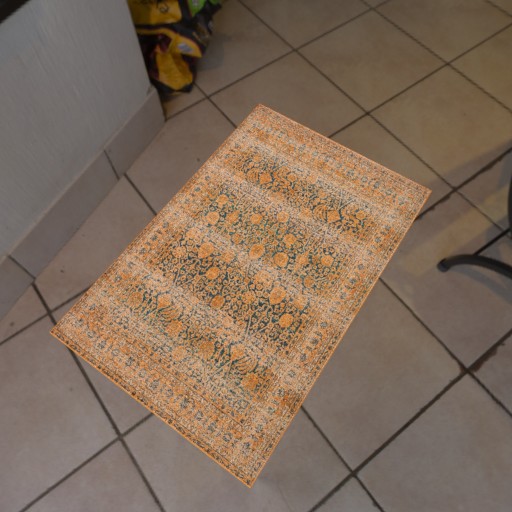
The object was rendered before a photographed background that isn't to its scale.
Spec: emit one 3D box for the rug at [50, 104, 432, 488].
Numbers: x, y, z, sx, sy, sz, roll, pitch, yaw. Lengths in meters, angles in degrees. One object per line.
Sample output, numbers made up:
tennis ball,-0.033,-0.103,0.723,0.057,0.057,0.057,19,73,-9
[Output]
rug,0.000,0.000,3.006,1.525,0.007,2.336,31,68,15
